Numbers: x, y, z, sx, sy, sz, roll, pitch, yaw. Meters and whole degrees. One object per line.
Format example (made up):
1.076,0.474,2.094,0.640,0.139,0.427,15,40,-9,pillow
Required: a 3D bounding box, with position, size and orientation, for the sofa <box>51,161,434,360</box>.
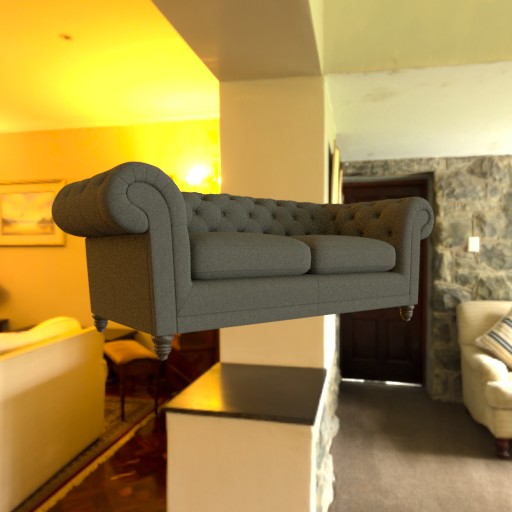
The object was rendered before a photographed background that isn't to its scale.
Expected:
0.000,0.000,2.475,1.998,0.764,0.986,0,1,-37,sofa
